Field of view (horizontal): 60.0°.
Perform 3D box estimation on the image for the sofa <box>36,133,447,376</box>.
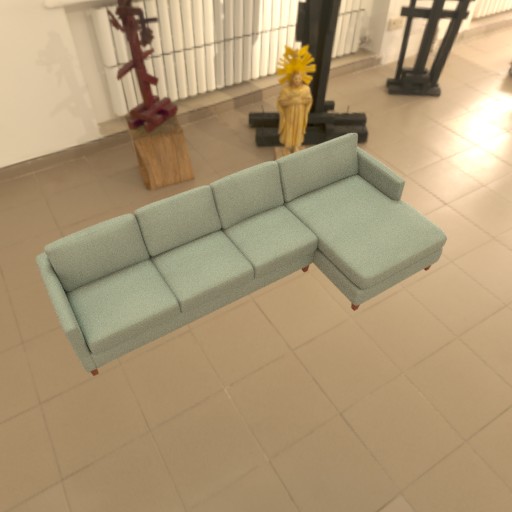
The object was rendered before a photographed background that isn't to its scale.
[{"bbox_3d":[0.000,0.000,4.107,3.471,0.950,1.604,-24,51,-21],"label":"sofa"}]
